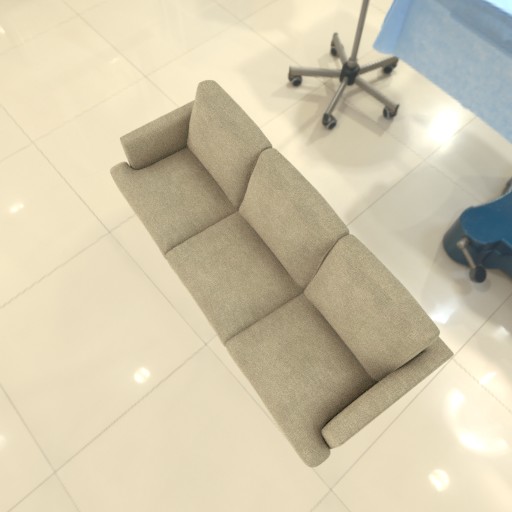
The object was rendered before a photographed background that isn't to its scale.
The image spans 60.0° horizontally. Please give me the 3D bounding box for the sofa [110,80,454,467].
[{"bbox_3d":[0.000,0.000,2.688,0.903,0.930,2.246,-32,68,-15],"label":"sofa"}]
